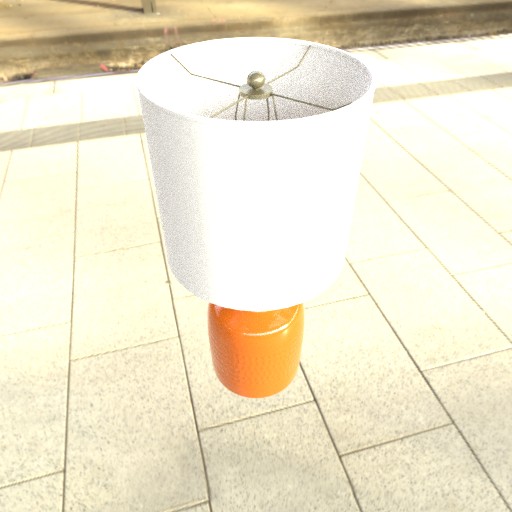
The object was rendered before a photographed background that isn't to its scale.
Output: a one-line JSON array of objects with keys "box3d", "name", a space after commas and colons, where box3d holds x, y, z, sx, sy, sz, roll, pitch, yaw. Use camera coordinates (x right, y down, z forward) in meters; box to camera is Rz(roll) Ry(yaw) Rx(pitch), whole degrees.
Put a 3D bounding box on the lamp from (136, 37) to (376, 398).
[{"box3d": [0.000, 0.000, 1.073, 0.418, 0.871, 0.418, -12, 43, -13], "name": "lamp"}]
